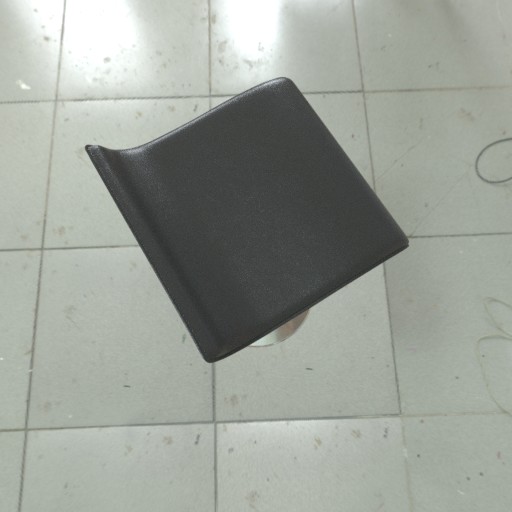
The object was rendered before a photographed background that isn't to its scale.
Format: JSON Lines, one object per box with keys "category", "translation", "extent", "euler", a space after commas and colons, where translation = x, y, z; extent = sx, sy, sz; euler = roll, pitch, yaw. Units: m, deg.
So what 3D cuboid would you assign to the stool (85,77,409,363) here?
{"category": "stool", "translation": [0.000, 0.000, 1.052], "extent": [0.381, 0.851, 0.381], "euler": [-31, 77, -8]}
